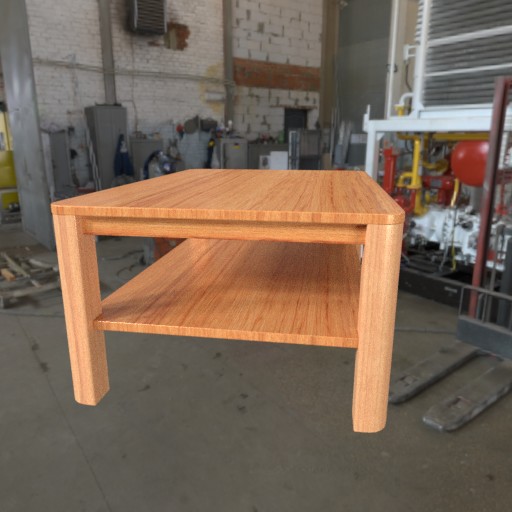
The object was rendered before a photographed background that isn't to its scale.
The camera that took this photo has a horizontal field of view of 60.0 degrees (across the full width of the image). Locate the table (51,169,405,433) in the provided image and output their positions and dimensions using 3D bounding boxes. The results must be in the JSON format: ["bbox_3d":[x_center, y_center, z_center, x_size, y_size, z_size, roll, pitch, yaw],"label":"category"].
[{"bbox_3d":[0.000,0.000,1.352,0.696,0.445,0.997,2,15,9],"label":"table"}]
